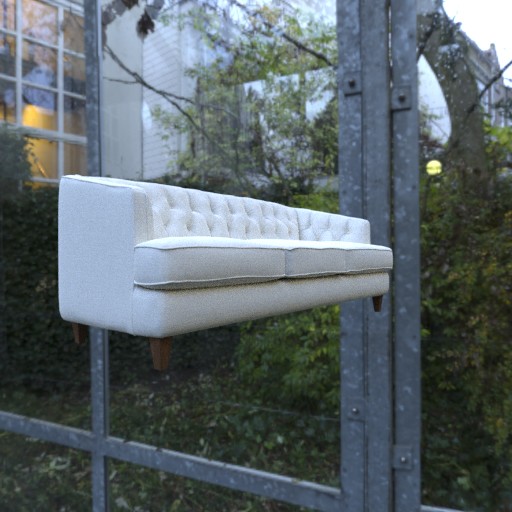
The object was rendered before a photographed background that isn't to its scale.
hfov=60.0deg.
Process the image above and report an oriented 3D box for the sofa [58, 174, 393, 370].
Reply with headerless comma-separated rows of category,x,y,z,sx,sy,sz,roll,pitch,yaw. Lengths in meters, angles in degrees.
sofa,0.000,0.000,2.750,0.941,0.855,2.278,0,0,38
